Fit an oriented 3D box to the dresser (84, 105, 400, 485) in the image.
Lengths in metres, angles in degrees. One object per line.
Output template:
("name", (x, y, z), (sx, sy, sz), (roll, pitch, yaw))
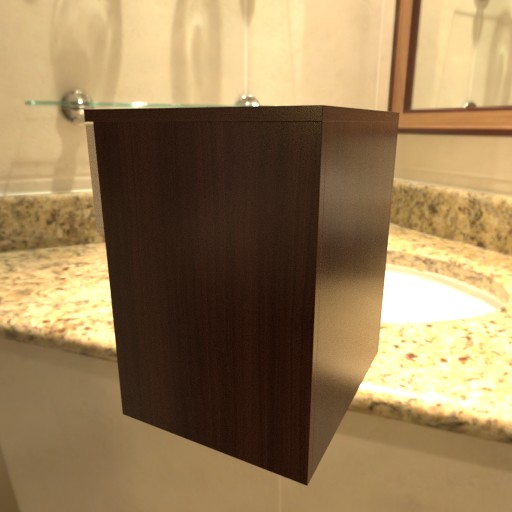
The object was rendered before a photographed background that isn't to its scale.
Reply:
("dresser", (0.000, 0.000, 0.757), (0.360, 0.470, 0.400), (9, 19, 26))
